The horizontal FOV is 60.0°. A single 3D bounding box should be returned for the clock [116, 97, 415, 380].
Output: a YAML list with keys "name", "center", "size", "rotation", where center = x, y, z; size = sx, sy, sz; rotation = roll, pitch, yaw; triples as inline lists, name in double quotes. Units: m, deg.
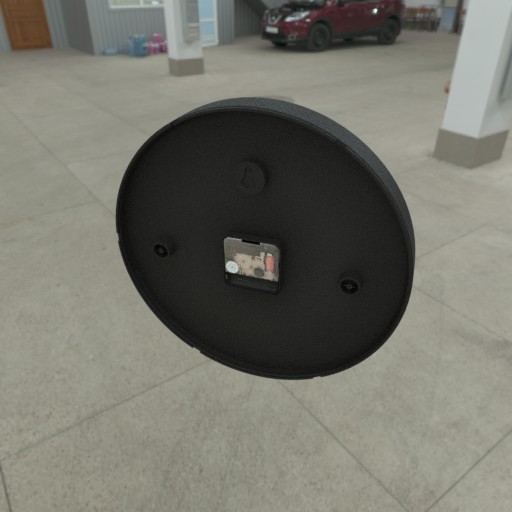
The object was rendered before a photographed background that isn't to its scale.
- name: "clock"
  center: [0.000, 0.000, 0.434]
  size: [0.293, 0.293, 0.040]
  rotation: [10, 33, 16]
